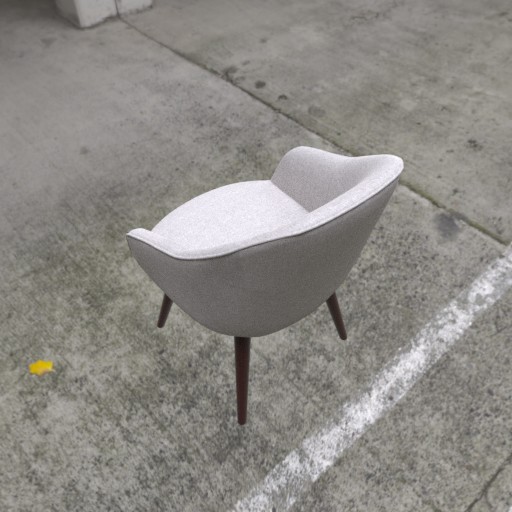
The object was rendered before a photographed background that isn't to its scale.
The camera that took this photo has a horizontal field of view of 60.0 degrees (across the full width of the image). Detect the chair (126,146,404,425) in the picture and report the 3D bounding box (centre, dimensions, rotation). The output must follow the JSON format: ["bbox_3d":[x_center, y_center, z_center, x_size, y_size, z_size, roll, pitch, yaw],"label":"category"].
[{"bbox_3d":[0.000,0.000,1.274,0.596,0.823,0.635,-32,54,-26],"label":"chair"}]
